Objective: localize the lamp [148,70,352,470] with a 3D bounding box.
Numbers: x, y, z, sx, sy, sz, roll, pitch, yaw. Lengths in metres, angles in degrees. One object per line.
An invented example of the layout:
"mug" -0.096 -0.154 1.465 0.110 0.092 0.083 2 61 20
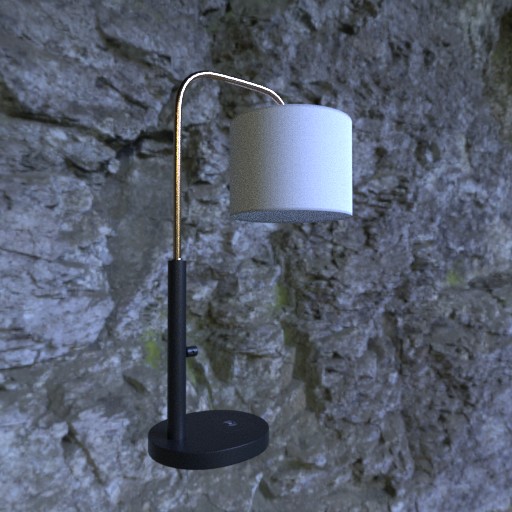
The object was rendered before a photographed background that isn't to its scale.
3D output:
"lamp" 0.000 0.000 0.688 0.337 0.540 0.199 1 -1 -35
